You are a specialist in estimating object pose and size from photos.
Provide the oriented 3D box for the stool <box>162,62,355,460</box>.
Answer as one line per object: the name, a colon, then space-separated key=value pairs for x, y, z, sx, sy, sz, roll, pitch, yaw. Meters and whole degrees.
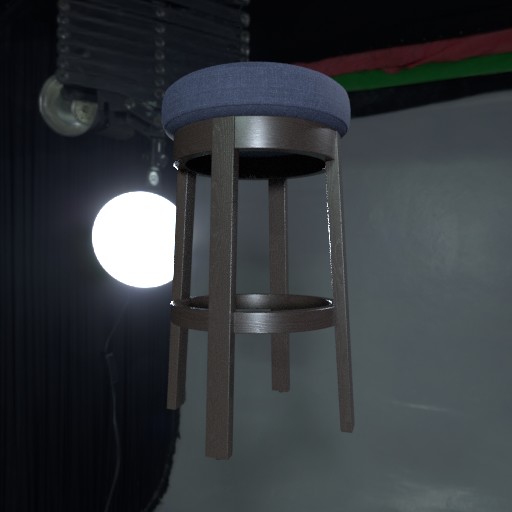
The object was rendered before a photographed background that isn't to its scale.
stool: x=0.000 y=0.000 z=1.029 sx=0.446 sy=0.758 sz=0.446 roll=0 pitch=0 yaw=0
